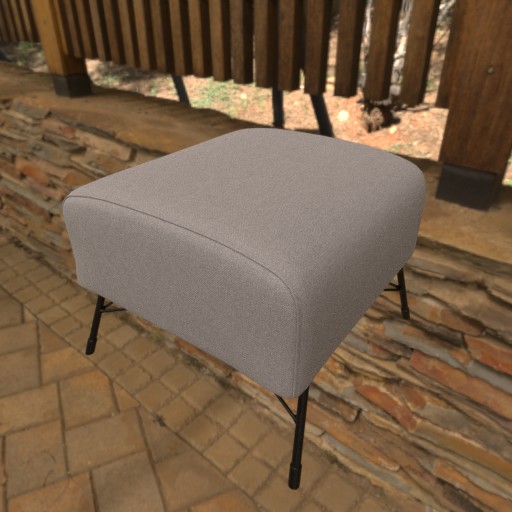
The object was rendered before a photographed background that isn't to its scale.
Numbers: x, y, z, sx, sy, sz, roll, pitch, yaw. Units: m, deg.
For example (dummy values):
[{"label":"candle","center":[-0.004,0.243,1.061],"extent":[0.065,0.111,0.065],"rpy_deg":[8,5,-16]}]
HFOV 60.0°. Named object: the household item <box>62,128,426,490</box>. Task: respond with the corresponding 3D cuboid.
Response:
[{"label":"household item","center":[0.000,0.000,0.898],"extent":[0.530,0.410,0.530],"rpy_deg":[20,36,30]}]
